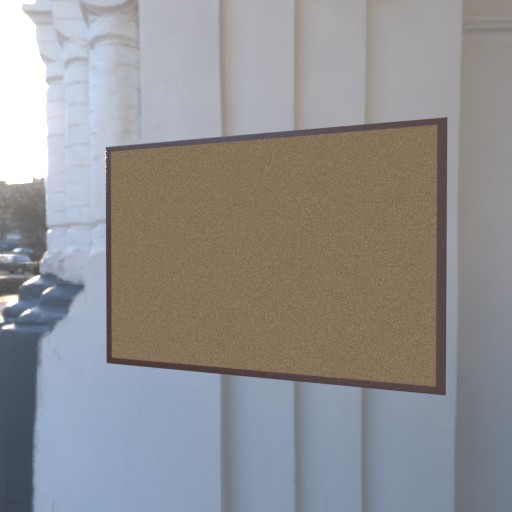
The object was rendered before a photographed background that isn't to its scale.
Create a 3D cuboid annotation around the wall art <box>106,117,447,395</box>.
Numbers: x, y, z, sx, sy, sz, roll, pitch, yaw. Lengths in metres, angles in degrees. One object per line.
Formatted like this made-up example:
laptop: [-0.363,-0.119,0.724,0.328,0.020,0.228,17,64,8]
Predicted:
wall art: [0.000,0.000,0.833,0.660,0.455,0.014,0,1,18]
